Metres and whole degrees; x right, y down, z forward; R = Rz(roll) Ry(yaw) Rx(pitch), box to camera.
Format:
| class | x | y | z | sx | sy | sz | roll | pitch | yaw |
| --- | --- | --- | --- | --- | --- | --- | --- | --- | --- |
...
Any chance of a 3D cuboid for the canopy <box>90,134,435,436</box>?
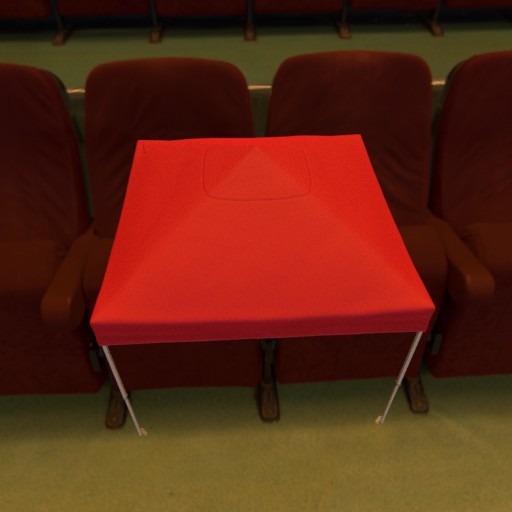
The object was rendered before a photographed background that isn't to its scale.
| class | x | y | z | sx | sy | sz | roll | pitch | yaw |
| --- | --- | --- | --- | --- | --- | --- | --- | --- | --- |
| canopy | 0.000 | 0.000 | 5.366 | 2.996 | 2.997 | 2.998 | -2 | 45 | -2 |
